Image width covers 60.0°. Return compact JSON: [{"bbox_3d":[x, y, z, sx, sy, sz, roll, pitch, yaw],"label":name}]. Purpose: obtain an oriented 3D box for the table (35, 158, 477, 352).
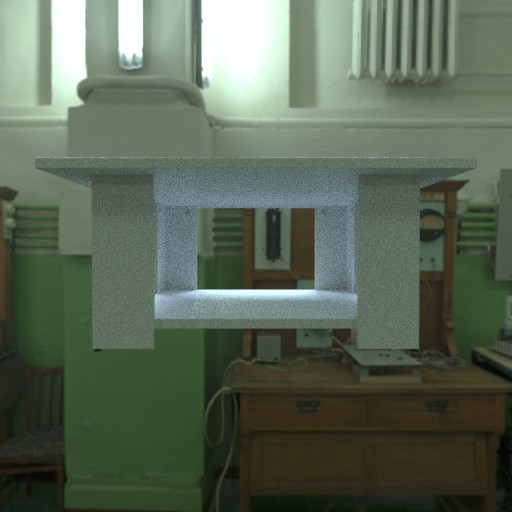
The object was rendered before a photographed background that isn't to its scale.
[{"bbox_3d":[0.000,0.000,1.009,0.670,0.305,0.670,0,1,0],"label":"table"}]
